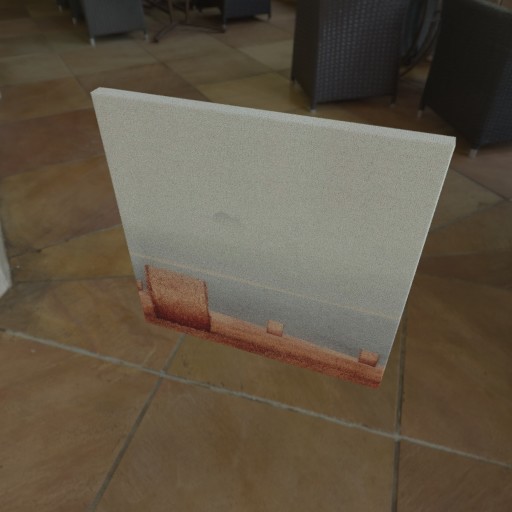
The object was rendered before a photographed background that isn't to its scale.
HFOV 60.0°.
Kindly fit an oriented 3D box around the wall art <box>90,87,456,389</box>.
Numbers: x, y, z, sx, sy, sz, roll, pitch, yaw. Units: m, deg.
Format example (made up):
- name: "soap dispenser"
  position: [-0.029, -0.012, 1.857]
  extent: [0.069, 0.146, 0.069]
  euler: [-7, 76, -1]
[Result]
- name: "wall art"
  position: [0.000, 0.000, 0.606]
  extent: [0.405, 0.405, 0.023]
  euler: [13, 42, 15]
